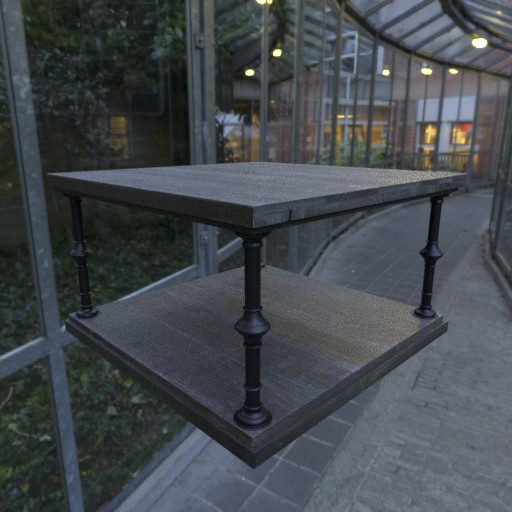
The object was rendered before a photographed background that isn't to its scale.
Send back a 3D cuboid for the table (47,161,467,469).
[{"bbox_3d":[0.000,0.000,1.091,0.696,0.400,0.696,-15,21,-43],"label":"table"}]
